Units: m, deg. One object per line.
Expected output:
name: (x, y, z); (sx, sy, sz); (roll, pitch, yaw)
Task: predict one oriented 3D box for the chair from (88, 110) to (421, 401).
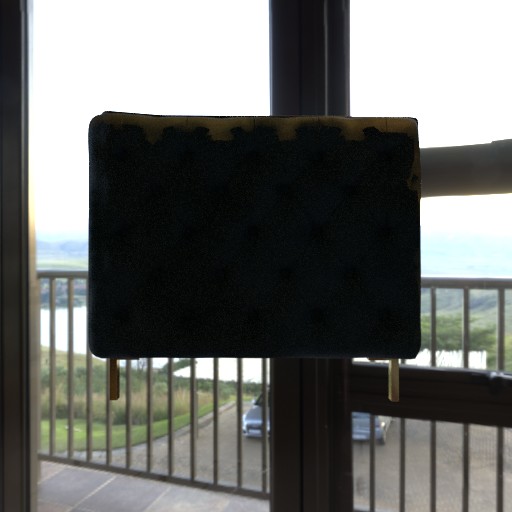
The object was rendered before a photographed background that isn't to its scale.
chair: (0.000, 0.000, 1.539); (0.877, 0.771, 0.868); (0, 0, 0)
